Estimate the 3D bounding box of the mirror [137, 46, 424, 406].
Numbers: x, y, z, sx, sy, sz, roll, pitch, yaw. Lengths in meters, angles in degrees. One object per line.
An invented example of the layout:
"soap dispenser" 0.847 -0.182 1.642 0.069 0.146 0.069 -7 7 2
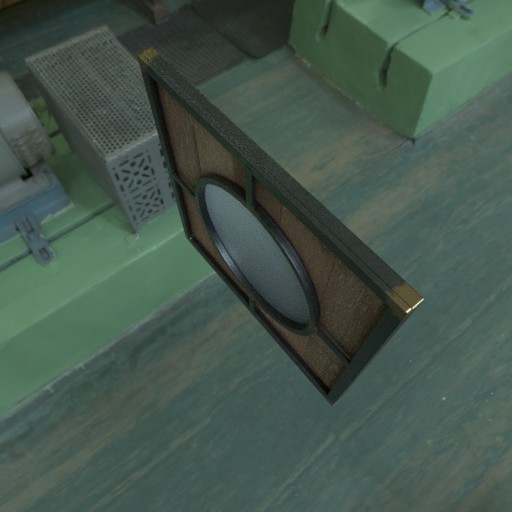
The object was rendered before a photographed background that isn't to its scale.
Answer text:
"mirror" 0.000 0.000 0.572 0.020 0.381 0.382 -36 67 -18
